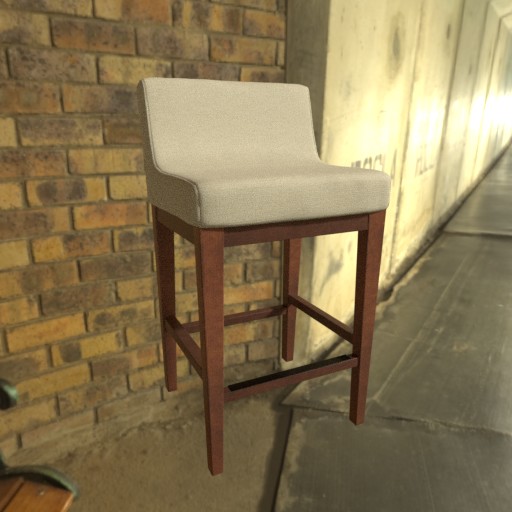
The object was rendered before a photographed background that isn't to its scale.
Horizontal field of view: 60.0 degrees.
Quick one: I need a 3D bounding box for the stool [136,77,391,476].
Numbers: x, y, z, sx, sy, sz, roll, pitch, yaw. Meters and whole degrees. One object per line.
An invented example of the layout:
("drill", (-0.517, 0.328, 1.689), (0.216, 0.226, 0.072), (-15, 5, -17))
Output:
("stool", (0.000, 0.000, 1.224), (0.511, 0.937, 0.500), (-8, 18, -25))
